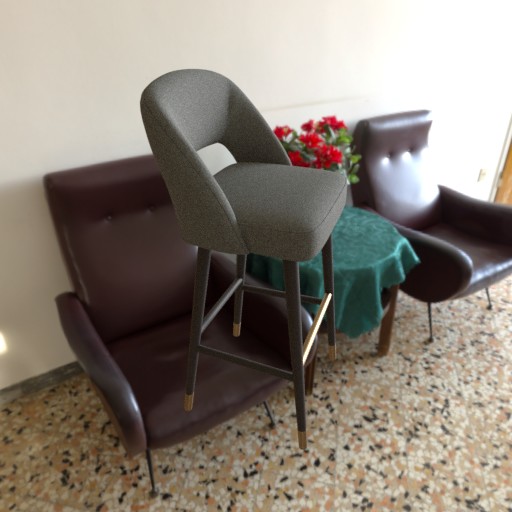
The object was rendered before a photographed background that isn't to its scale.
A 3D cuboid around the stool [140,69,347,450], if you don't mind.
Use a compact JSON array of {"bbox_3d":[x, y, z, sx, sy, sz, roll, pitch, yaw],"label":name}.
[{"bbox_3d":[0.000,0.000,1.427,0.524,1.089,0.536,11,31,18],"label":"stool"}]
